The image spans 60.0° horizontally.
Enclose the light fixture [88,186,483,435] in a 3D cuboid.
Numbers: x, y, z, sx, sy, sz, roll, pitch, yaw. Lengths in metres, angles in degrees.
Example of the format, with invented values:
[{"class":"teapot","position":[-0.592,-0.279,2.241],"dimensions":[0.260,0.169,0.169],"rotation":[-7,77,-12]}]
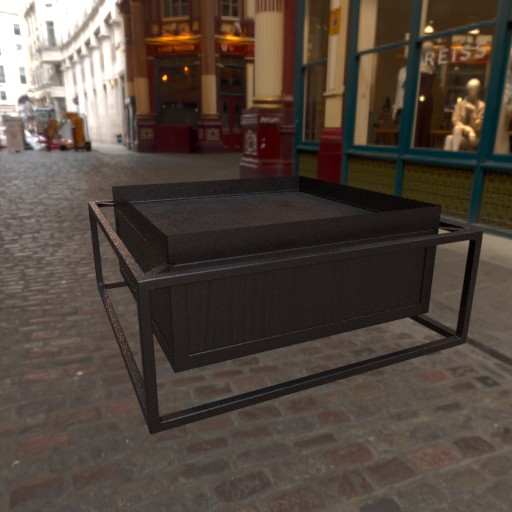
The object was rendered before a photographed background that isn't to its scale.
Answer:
[{"class":"light fixture","position":[0.000,0.000,0.691],"dimensions":[0.441,0.191,0.441],"rotation":[-8,19,-24]}]
